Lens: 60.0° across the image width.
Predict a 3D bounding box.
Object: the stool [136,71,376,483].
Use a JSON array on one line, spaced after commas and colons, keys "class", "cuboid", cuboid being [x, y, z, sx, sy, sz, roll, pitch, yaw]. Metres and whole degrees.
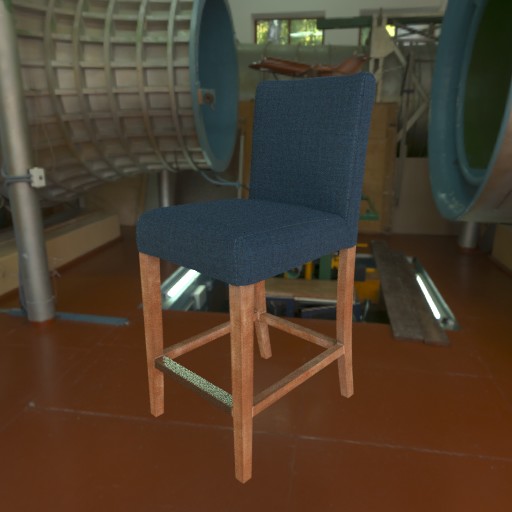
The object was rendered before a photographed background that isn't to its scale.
[{"class": "stool", "cuboid": [0.000, 0.000, 1.332, 0.454, 1.039, 0.567, 15, 22, 42]}]
